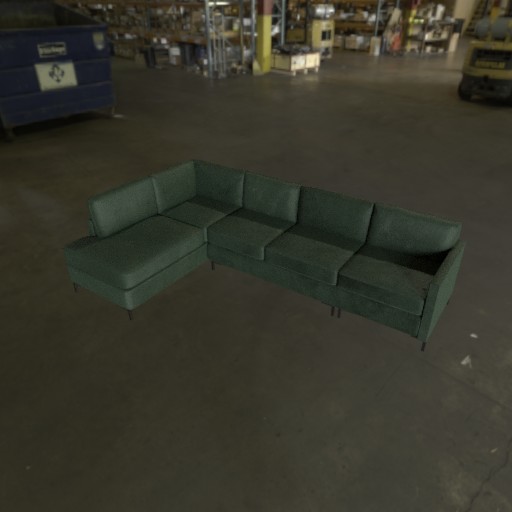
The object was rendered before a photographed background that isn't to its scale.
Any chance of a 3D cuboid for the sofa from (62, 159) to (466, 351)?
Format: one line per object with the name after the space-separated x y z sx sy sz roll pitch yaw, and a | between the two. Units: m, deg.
0.000 0.000 4.373 3.384 0.996 2.048 19 35 29 | sofa
